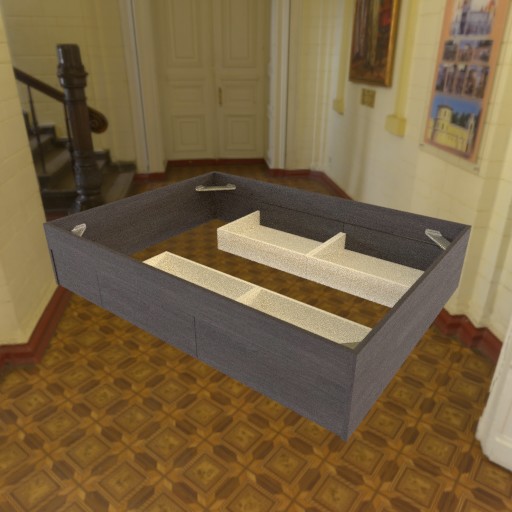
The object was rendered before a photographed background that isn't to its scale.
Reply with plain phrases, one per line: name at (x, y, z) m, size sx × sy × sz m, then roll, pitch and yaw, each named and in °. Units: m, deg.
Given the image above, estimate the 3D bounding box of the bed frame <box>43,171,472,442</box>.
bed frame at (0.000, 0.000, 2.589) m, size 1.944 × 0.459 × 1.448 m, roll 18°, pitch 31°, yaw 33°
